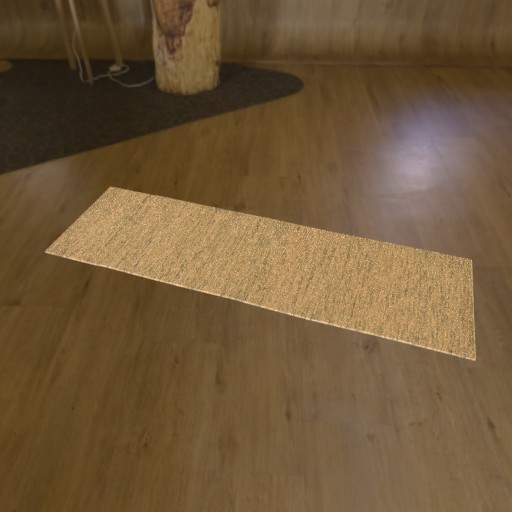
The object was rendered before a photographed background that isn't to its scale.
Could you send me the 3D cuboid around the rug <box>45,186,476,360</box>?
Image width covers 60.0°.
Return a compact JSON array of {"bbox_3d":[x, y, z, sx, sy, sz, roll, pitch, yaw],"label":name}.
[{"bbox_3d":[0.000,0.000,2.480,2.290,0.014,0.700,13,44,13],"label":"rug"}]
